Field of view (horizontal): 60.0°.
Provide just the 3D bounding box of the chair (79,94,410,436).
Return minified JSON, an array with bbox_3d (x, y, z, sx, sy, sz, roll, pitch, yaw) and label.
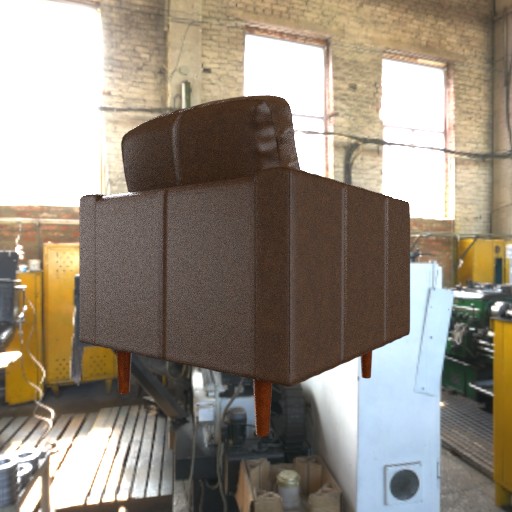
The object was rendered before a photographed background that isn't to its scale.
[{"bbox_3d":[0.000,0.000,1.662,0.890,0.956,0.909,0,0,37],"label":"chair"}]
